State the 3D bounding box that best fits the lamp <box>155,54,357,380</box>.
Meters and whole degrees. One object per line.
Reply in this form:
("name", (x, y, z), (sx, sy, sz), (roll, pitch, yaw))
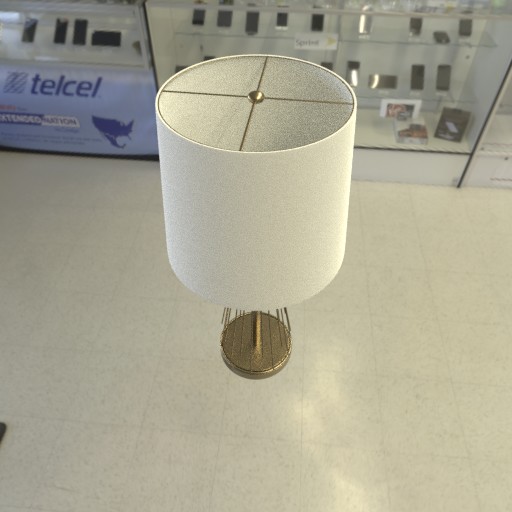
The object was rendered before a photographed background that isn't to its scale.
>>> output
("lamp", (0.000, 0.000, 0.796), (0.303, 0.618, 0.303), (0, 47, 0))
